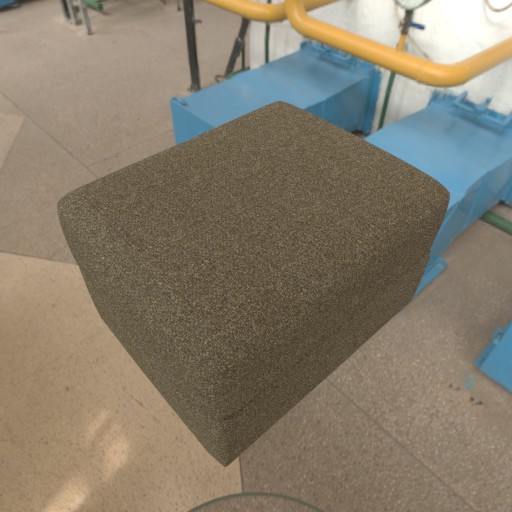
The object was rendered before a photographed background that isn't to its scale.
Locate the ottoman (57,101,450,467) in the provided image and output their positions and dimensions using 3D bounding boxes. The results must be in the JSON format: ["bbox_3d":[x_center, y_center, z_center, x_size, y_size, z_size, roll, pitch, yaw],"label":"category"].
[{"bbox_3d":[0.000,0.000,1.130,0.742,0.476,0.598,-33,54,-27],"label":"ottoman"}]
